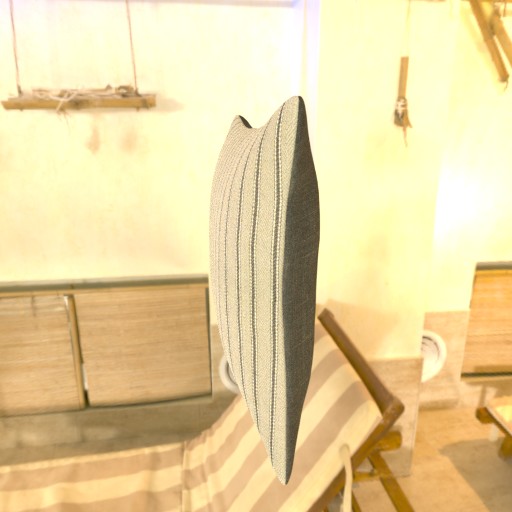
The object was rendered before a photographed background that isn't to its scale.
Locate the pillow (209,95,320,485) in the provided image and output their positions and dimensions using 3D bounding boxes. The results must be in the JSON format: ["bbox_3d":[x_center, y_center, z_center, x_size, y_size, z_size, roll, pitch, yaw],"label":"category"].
[{"bbox_3d":[0.000,0.000,0.694,0.138,0.444,0.468,-3,16,-9],"label":"pillow"}]
